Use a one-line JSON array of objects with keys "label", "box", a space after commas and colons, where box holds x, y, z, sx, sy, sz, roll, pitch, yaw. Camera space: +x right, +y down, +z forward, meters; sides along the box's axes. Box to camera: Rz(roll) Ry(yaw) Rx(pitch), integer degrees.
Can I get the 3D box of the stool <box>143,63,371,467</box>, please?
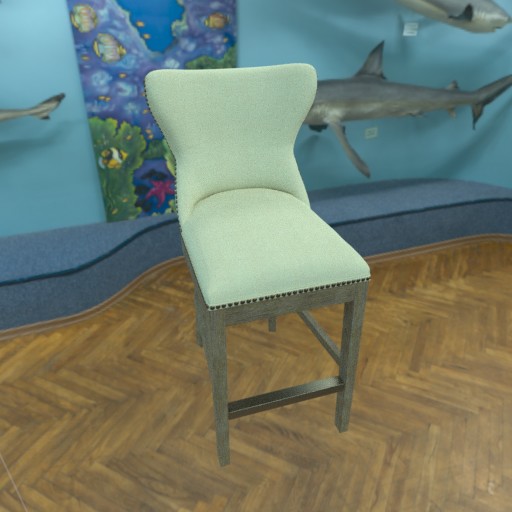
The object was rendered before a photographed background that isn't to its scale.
[{"label": "stool", "box": [0.000, 0.000, 1.305, 0.498, 0.981, 0.608, -9, 32, -15]}]
